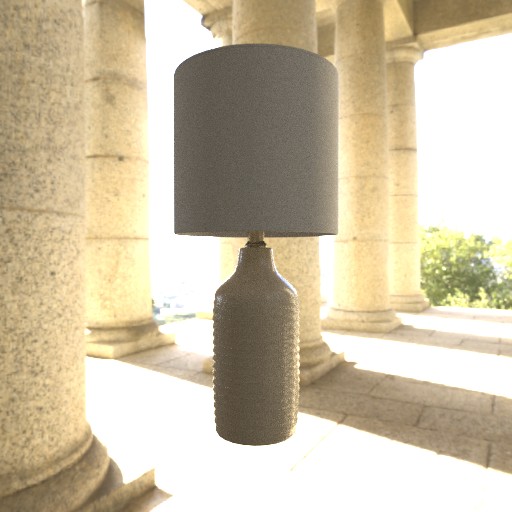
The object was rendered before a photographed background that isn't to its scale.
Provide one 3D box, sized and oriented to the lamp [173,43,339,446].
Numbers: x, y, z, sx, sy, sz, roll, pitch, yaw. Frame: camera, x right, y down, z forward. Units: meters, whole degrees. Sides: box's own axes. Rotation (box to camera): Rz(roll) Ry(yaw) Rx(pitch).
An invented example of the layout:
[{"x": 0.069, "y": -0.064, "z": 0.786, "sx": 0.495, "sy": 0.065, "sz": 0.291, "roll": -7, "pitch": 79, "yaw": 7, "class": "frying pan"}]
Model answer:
[{"x": 0.000, "y": 0.000, "z": 0.604, "sx": 0.220, "sy": 0.475, "sz": 0.220, "roll": 0, "pitch": 1, "yaw": 1, "class": "lamp"}]
